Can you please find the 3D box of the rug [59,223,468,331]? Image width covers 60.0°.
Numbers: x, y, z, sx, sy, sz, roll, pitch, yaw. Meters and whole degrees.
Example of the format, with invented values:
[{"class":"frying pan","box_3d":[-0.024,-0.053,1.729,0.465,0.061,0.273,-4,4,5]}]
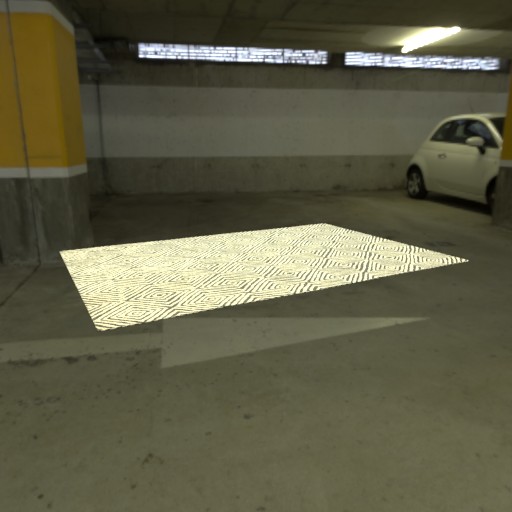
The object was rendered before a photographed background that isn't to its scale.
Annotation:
[{"class":"rug","box_3d":[0.000,0.000,2.271,1.750,0.004,1.177,-8,16,-28]}]
